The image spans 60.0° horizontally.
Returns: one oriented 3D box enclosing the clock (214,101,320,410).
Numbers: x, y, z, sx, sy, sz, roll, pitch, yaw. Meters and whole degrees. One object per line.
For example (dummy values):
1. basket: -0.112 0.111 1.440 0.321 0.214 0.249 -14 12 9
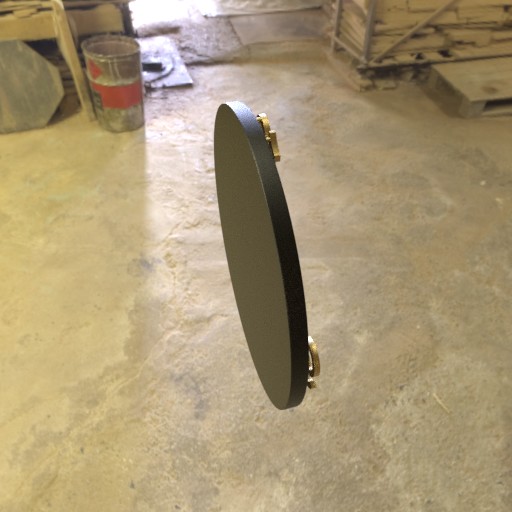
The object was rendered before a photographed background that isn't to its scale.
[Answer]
1. clock: 0.000 0.000 0.684 0.038 0.454 0.454 -11 47 -10
